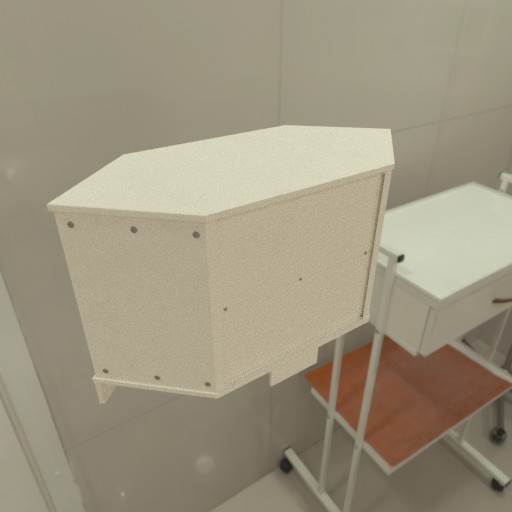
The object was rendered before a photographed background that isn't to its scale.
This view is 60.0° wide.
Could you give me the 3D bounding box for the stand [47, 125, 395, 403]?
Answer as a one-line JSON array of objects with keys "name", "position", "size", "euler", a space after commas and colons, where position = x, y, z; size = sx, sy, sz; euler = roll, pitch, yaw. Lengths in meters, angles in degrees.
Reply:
[{"name": "stand", "position": [0.000, 0.000, 1.353], "size": [1.072, 0.614, 0.477], "euler": [-19, 36, -29]}]
